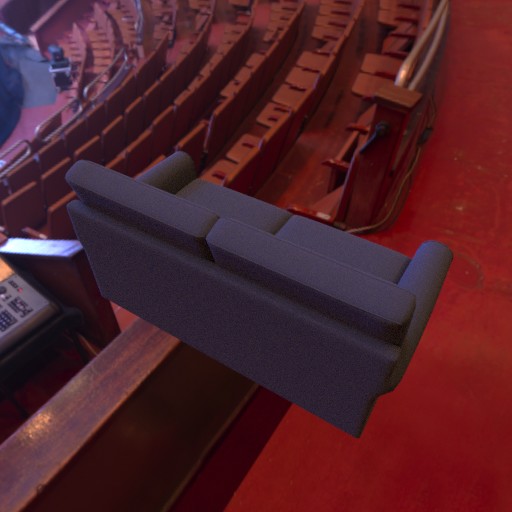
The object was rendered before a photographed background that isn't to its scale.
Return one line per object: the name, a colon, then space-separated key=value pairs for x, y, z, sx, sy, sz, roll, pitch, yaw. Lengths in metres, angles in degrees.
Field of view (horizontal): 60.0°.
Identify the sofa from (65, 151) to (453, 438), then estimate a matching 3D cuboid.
sofa: x=0.000 y=0.000 z=2.516 sx=1.930 sy=1.020 sz=0.940 roll=23 pitch=49 yaw=22
